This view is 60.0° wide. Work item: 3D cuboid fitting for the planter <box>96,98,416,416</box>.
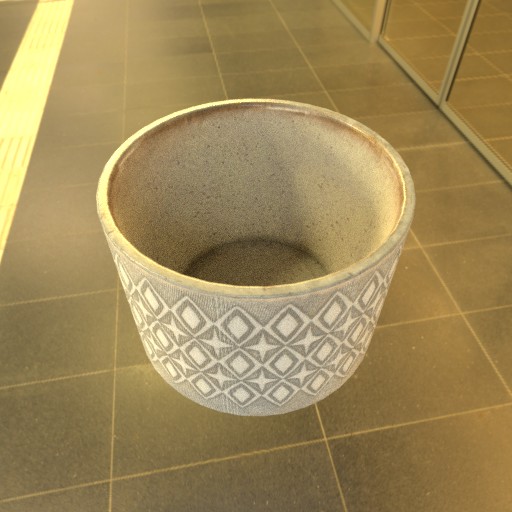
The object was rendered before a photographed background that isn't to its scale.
[{"bbox_3d":[0.000,0.000,0.317,0.186,0.144,0.186,0,47,0],"label":"planter"}]
